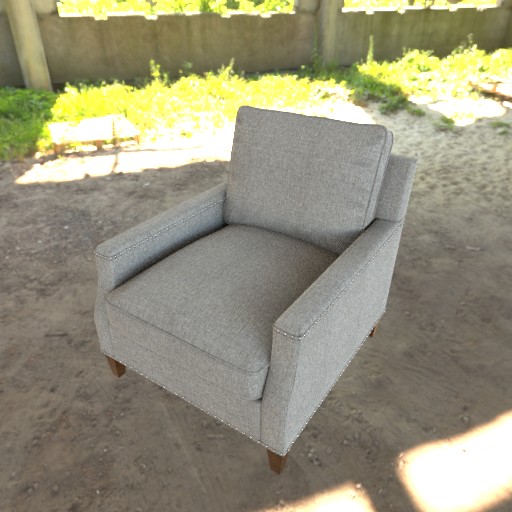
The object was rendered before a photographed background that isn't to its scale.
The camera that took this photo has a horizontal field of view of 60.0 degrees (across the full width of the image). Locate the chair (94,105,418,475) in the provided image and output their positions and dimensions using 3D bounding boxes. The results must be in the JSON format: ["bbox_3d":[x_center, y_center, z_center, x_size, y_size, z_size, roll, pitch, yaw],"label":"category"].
[{"bbox_3d":[0.000,0.000,1.720,0.853,0.943,1.014,19,35,29],"label":"chair"}]
